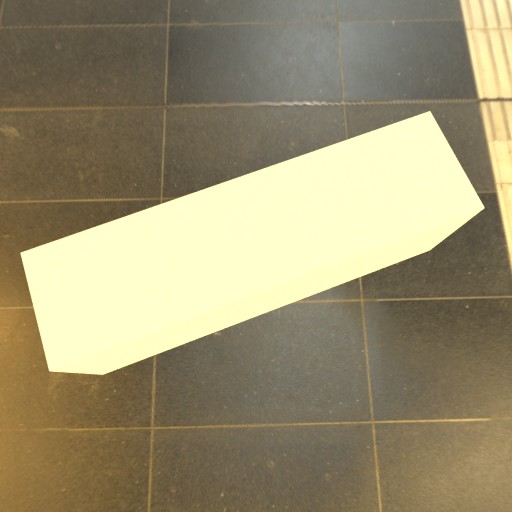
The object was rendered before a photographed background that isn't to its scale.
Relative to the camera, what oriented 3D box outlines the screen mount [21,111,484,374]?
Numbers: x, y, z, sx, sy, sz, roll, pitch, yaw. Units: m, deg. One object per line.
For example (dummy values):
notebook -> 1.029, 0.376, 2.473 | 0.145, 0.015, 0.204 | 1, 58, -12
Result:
screen mount -> 0.000, 0.000, 1.763 | 1.490, 0.619, 0.400 | -20, 75, -6
